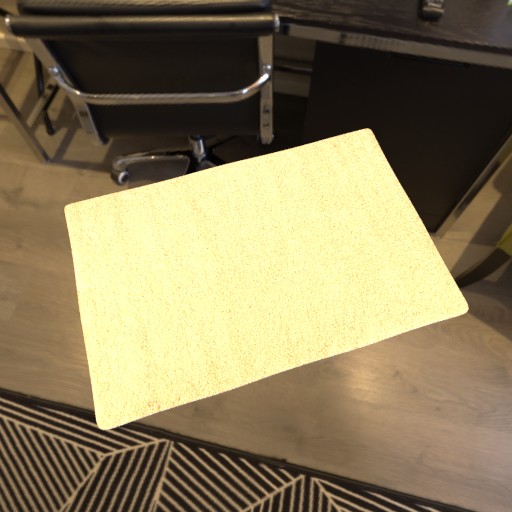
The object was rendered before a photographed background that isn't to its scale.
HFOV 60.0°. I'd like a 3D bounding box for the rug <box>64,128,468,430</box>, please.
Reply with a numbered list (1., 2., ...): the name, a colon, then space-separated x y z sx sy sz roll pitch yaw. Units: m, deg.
1. rug: 0.000 0.000 3.403 2.698 0.025 1.798 -16 65 -8
